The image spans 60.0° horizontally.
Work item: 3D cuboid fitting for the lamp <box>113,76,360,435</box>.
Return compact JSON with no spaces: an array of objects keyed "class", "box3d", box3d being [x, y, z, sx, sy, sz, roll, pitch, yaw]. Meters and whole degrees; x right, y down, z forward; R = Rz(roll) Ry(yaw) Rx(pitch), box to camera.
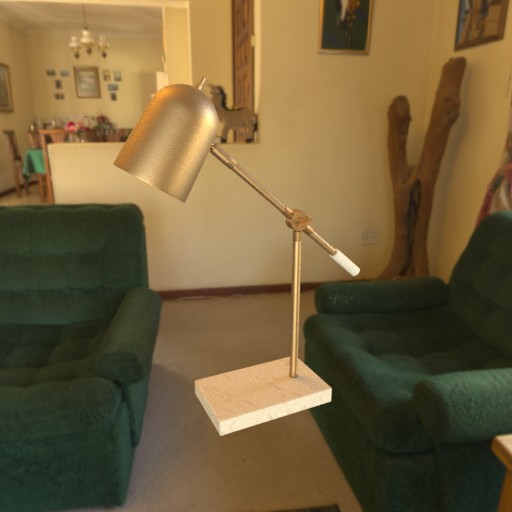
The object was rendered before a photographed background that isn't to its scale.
[{"class":"lamp","box3d":[0.000,0.000,0.807,0.471,0.603,0.144,-8,18,-24]}]
